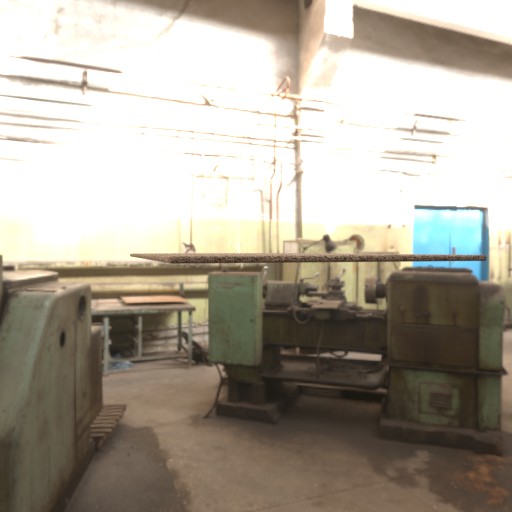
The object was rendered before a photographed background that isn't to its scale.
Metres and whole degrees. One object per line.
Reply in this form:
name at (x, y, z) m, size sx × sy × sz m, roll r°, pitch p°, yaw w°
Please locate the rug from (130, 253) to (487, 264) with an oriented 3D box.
rug at (0.000, 0.000, 3.030) m, size 1.524 × 0.030 × 2.438 m, roll 0°, pitch 1°, yaw -19°
